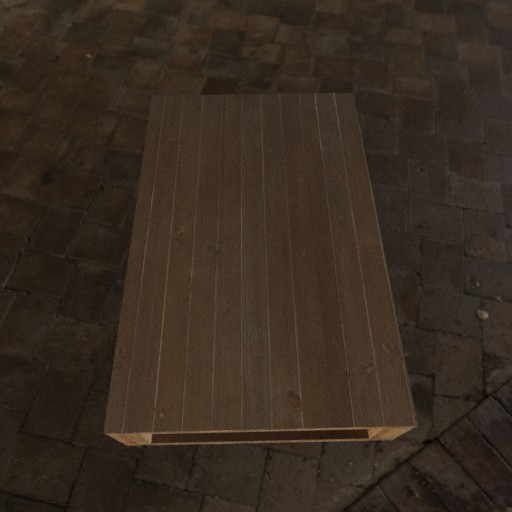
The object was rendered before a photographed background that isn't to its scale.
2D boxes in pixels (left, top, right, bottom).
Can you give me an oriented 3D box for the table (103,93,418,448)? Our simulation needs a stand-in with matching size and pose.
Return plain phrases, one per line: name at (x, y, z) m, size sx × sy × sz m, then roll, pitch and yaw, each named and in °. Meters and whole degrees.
table at (0.000, 0.000, 1.672) m, size 0.827 × 0.413 × 1.299 m, roll -1°, pitch 60°, yaw -1°
